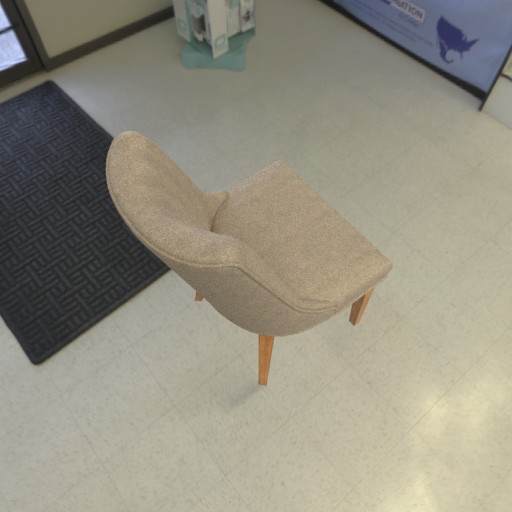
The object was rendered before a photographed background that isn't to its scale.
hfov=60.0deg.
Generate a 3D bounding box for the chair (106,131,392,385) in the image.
[{"bbox_3d":[0.000,0.000,1.330,0.636,0.916,0.548,-33,63,-19],"label":"chair"}]
